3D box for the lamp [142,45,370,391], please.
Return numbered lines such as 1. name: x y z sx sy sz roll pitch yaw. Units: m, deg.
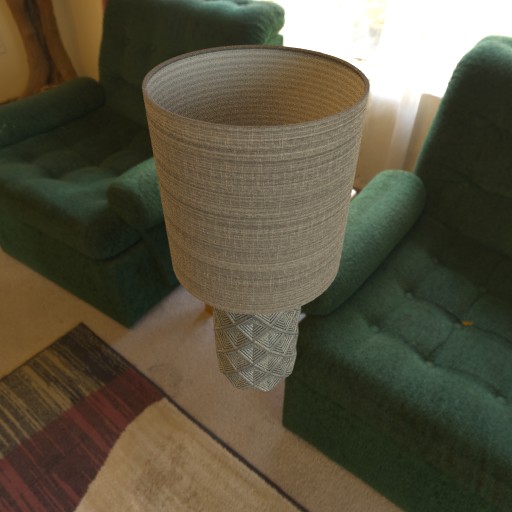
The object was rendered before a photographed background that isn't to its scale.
1. lamp: 0.000 0.000 0.718 0.268 0.566 0.269 14 43 15
